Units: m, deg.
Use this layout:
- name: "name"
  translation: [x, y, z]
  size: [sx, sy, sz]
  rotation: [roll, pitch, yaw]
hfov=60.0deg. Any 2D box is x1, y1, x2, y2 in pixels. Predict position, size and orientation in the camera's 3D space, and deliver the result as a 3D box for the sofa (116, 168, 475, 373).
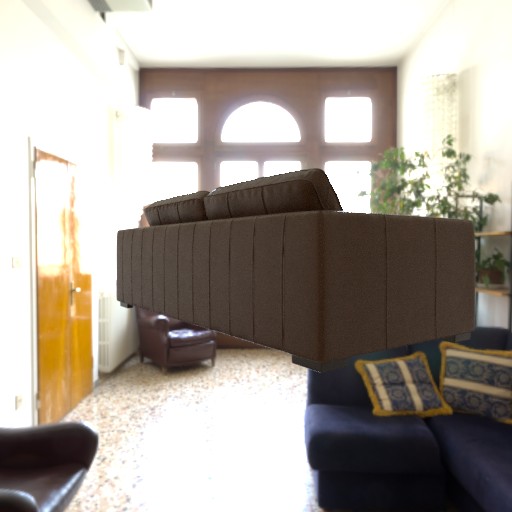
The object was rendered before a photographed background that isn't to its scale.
- name: "sofa"
  translation: [0.000, 0.000, 2.769]
  size: [1.070, 0.801, 2.262]
  rotation: [-1, 1, -35]
